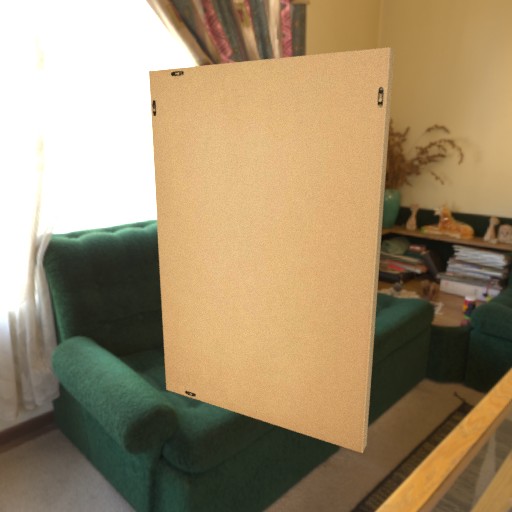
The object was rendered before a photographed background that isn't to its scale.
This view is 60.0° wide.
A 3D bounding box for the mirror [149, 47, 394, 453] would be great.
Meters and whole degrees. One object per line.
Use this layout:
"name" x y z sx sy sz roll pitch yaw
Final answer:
"mirror" 0.000 0.000 1.124 0.609 0.915 0.041 8 16 27
